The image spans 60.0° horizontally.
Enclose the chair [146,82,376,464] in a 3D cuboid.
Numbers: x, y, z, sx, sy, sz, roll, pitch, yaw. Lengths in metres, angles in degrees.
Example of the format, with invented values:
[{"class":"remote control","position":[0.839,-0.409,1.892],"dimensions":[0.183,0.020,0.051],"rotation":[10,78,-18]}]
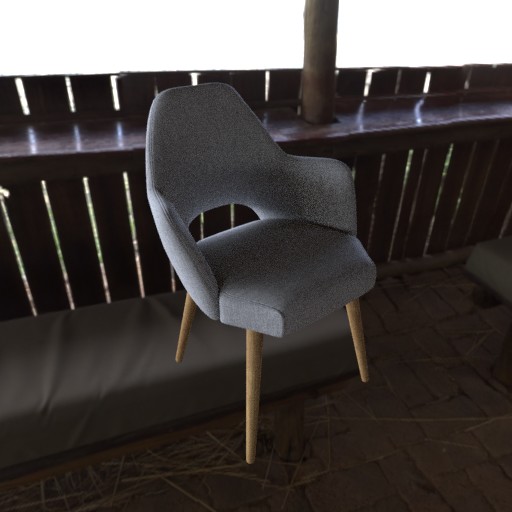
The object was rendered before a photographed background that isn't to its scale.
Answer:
[{"class":"chair","position":[0.000,0.000,1.257],"dimensions":[0.590,0.840,0.610],"rotation":[-22,37,-32]}]
